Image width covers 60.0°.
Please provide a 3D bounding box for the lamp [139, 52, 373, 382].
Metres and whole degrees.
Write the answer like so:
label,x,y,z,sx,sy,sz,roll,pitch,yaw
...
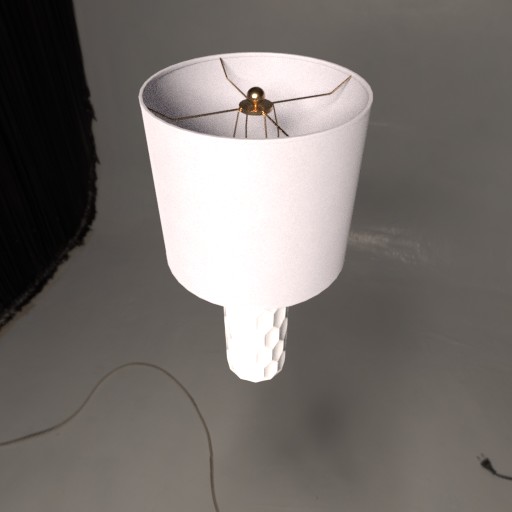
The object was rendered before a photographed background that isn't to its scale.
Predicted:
label,x,y,z,sx,sy,sz,roll,pitch,yaw
lamp,0.000,0.000,0.708,0.277,0.537,0.277,11,42,12
